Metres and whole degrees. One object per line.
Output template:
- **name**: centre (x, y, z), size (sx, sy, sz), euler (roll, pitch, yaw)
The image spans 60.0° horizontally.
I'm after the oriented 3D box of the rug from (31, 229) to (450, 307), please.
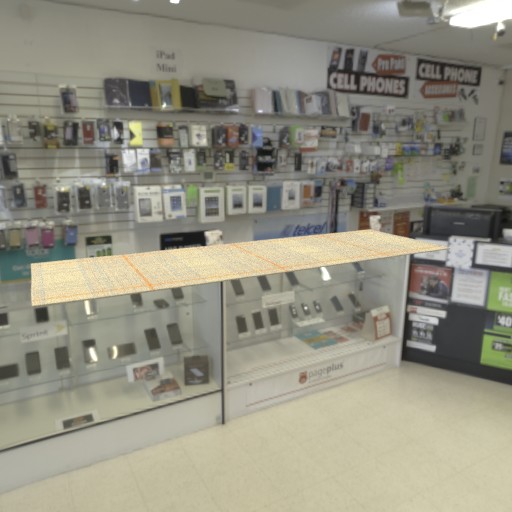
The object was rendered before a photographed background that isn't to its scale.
- **rug**: centre (0.000, 0.000, 2.680), size (2.442, 0.016, 0.770), euler (-7, 15, -26)
